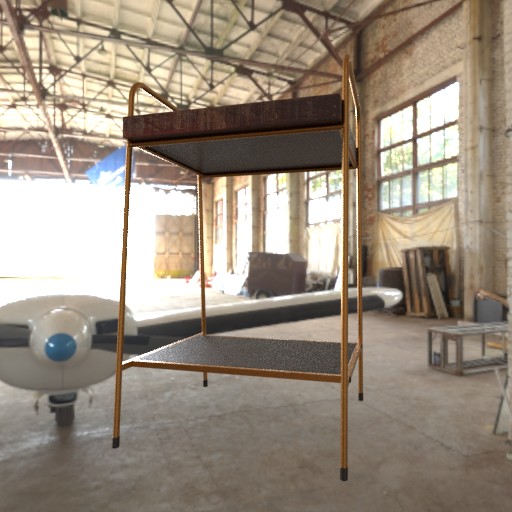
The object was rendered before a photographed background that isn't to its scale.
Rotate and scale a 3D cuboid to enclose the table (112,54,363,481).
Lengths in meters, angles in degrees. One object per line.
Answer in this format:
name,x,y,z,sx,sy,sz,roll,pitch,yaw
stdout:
table,0.000,0.000,0.963,0.430,0.710,0.430,0,-1,17
